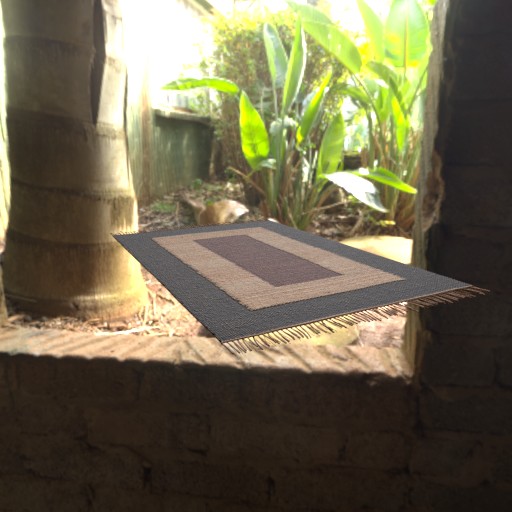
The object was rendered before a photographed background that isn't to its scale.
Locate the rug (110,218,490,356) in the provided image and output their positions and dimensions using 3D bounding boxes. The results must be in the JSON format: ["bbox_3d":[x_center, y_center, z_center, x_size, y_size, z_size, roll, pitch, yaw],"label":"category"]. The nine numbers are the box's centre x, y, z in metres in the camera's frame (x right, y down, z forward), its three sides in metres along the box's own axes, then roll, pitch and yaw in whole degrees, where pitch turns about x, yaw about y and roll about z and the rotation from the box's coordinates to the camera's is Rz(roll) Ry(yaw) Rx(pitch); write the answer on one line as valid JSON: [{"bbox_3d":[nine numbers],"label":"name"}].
[{"bbox_3d":[0.000,0.000,2.478,1.224,0.027,2.021,-8,17,-27],"label":"rug"}]
